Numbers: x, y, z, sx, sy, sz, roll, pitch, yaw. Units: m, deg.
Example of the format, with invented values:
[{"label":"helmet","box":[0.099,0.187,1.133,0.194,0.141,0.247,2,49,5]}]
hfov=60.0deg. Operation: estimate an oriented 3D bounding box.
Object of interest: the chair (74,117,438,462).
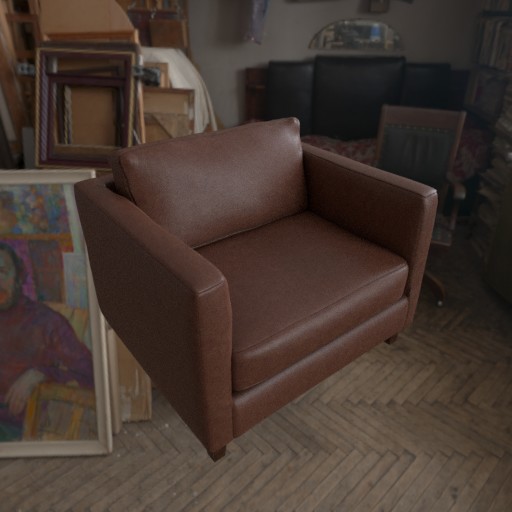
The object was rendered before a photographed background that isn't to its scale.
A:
[{"label":"chair","box":[0.000,0.000,1.823,1.107,0.917,0.959,-22,37,-32]}]
